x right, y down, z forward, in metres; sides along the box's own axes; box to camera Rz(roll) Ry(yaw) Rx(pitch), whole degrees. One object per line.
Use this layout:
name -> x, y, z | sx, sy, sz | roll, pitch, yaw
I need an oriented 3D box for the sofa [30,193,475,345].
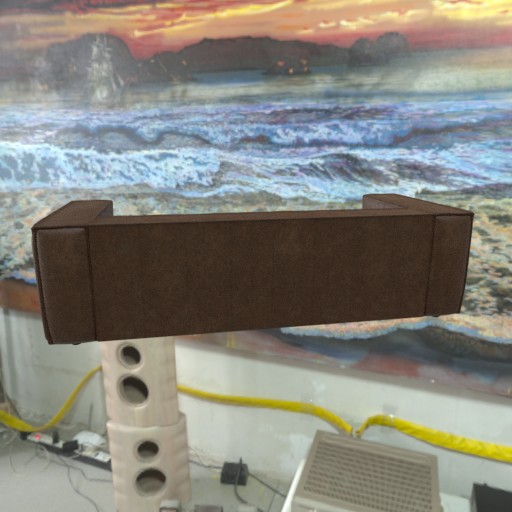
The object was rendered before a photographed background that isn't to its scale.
sofa -> 0.000, 0.000, 3.041 | 2.581, 0.701, 1.102 | -3, 15, -10
